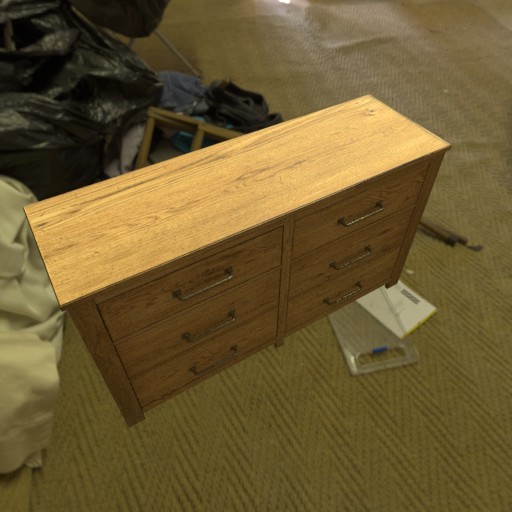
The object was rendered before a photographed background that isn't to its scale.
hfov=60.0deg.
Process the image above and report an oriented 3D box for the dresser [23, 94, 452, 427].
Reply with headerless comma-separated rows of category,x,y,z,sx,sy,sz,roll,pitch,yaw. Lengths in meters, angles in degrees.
dresser,0.000,0.000,2.087,1.657,0.932,0.563,-24,51,-21
